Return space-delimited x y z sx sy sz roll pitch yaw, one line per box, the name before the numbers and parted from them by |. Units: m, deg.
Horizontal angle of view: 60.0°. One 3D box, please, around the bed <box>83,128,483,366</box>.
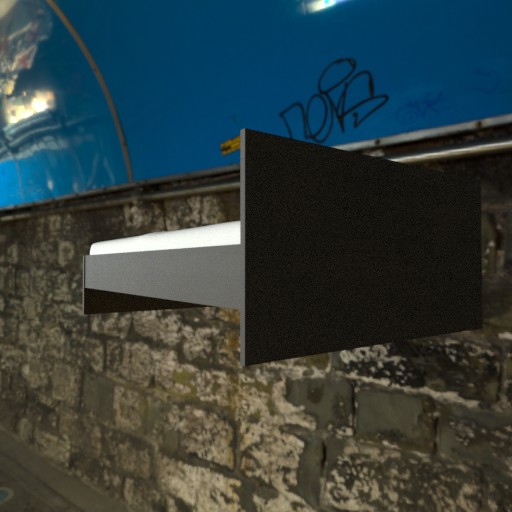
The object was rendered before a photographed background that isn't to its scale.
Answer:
bed | 0.000 0.000 2.824 1.585 0.823 2.073 1 -2 -36
